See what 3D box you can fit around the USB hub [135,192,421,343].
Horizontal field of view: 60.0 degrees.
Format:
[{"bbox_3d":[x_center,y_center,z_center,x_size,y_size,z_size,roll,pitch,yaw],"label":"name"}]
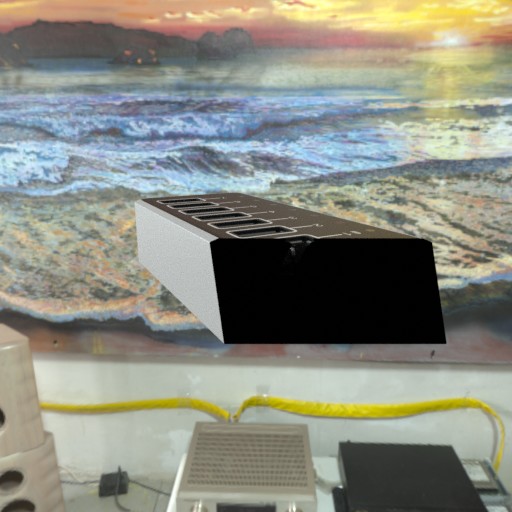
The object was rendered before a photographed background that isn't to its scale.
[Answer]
[{"bbox_3d":[0.000,0.000,0.129,0.044,0.023,0.110,-8,17,-27],"label":"USB hub"}]
